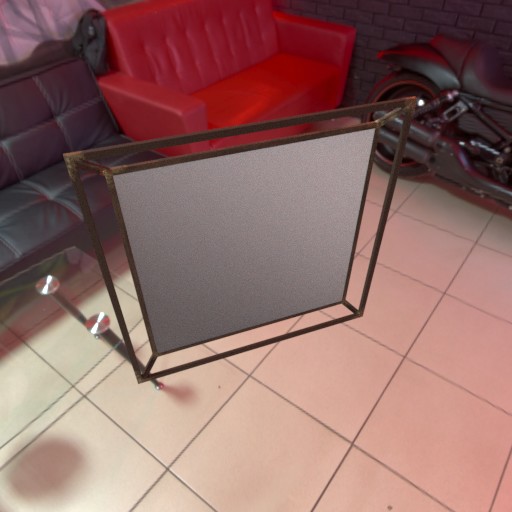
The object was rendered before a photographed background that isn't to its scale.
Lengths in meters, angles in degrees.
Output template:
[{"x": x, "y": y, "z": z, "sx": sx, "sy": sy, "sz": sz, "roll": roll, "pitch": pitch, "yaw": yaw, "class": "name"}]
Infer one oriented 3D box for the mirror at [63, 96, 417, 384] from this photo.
[{"x": 0.000, "y": 0.000, "z": 0.941, "sx": 0.610, "sy": 0.610, "sz": 0.032, "roll": -14, "pitch": 44, "yaw": -15, "class": "mirror"}]
